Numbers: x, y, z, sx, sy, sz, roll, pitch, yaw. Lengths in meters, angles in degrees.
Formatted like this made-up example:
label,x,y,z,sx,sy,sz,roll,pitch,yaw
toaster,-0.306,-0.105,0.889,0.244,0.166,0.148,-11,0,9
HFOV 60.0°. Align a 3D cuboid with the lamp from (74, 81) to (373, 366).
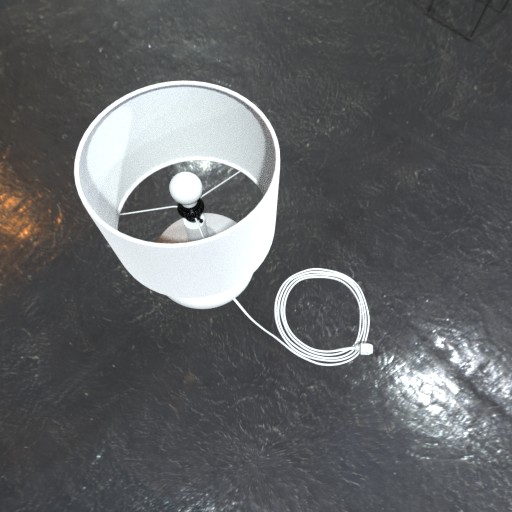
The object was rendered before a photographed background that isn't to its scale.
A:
label,x,y,z,sx,sy,sz,roll,pitch,yaw
lamp,0.000,0.000,0.841,0.401,0.457,0.546,-39,71,-16
